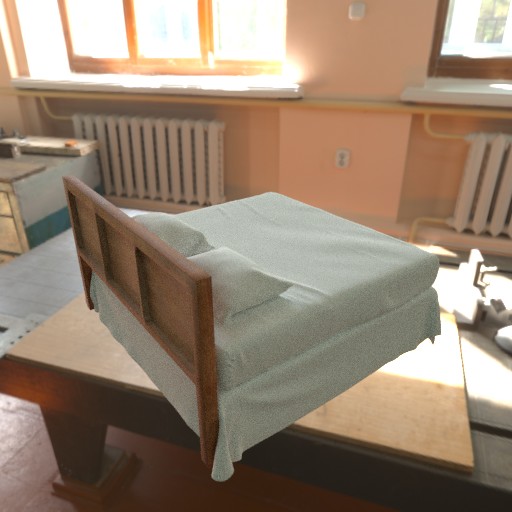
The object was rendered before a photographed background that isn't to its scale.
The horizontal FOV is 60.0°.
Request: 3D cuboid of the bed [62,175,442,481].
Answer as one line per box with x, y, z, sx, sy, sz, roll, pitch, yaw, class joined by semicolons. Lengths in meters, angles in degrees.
0.000;0.000;3.419;2.165;1.158;2.255;-18;31;-33;bed
